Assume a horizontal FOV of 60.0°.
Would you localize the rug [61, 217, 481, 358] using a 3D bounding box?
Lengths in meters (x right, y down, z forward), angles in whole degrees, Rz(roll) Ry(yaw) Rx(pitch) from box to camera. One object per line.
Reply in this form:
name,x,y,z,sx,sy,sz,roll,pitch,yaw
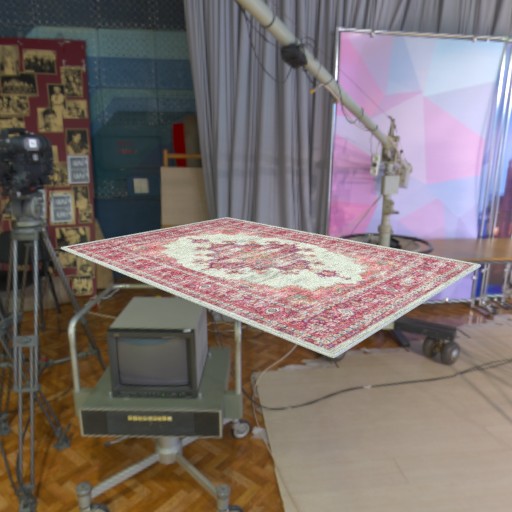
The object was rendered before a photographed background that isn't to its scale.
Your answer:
rug,0.000,0.000,2.837,2.232,0.011,1.555,14,21,42
